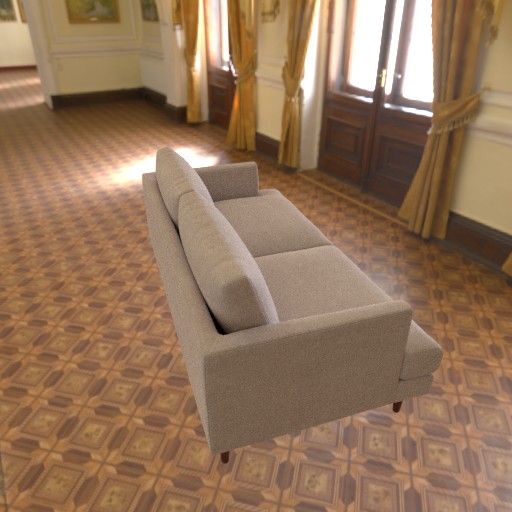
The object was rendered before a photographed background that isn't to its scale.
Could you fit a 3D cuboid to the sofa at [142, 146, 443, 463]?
[{"bbox_3d":[0.000,0.000,2.490,1.020,0.868,1.948,-9,31,-16],"label":"sofa"}]
